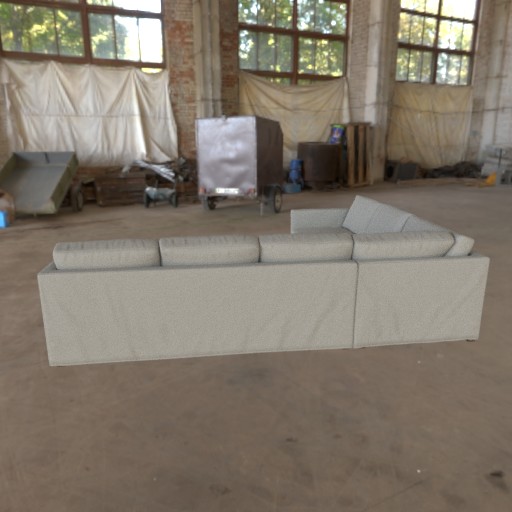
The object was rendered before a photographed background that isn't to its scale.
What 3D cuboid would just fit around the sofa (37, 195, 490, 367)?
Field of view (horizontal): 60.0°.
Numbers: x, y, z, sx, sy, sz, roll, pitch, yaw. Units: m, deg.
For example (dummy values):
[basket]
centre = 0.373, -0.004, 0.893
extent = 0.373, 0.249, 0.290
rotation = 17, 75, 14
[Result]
[sofa]
centre = 0.000, 0.000, 4.268
extent = 3.182, 0.871, 2.432
rotation = -2, 15, -7
